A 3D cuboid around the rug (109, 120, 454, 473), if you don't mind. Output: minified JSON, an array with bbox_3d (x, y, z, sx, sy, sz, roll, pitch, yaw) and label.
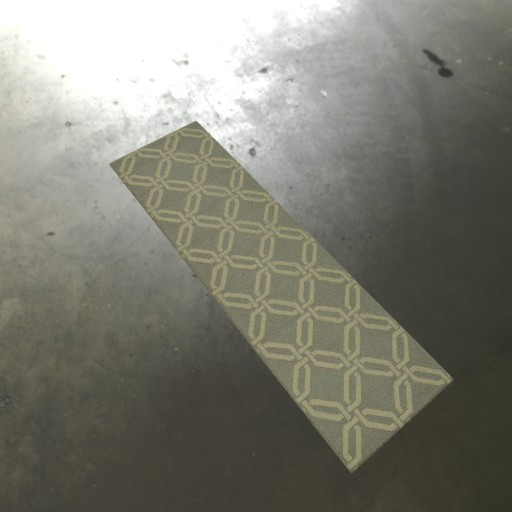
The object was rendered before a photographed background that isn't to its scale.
[{"bbox_3d":[0.000,0.000,2.509,0.678,0.014,2.276,-33,64,-18],"label":"rug"}]
